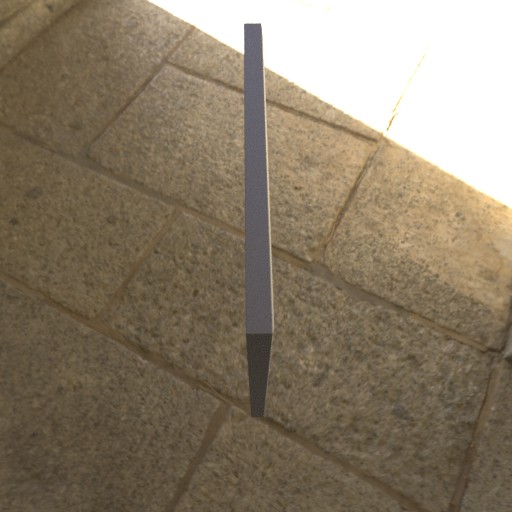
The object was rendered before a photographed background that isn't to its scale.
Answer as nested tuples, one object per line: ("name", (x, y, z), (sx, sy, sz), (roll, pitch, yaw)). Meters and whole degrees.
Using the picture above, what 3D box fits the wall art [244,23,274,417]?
("wall art", (0.000, 0.000, 0.772), (0.029, 0.558, 0.458), (-1, 62, 0))
